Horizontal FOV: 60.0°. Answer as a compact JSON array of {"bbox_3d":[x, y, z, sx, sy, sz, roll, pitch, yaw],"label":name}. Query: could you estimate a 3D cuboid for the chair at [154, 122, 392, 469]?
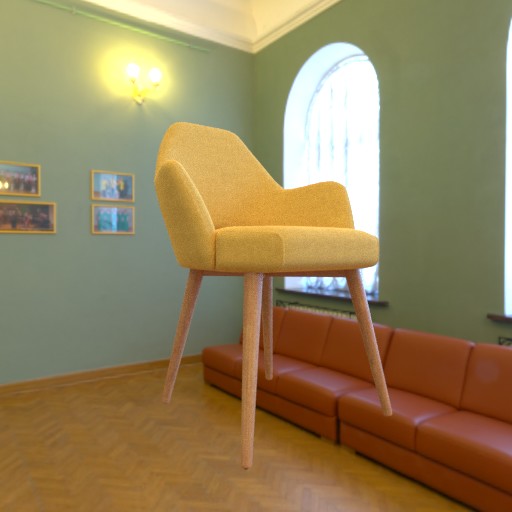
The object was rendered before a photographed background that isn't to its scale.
[{"bbox_3d":[0.000,0.000,1.234,0.590,0.840,0.610,-1,1,-37],"label":"chair"}]
